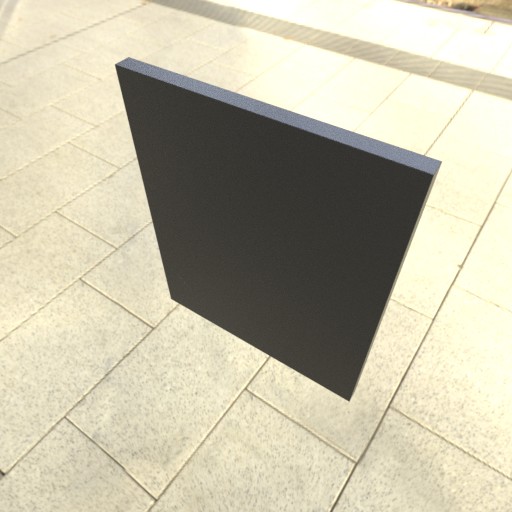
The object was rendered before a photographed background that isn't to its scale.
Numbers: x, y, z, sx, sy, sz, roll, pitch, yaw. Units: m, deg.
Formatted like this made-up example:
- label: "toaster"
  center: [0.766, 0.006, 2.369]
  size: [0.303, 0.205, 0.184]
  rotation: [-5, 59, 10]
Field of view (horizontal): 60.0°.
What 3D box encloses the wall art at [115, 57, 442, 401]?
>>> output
- label: "wall art"
  center: [0.000, 0.000, 0.757]
  size: [0.457, 0.557, 0.028]
  rotation: [26, 53, 21]
